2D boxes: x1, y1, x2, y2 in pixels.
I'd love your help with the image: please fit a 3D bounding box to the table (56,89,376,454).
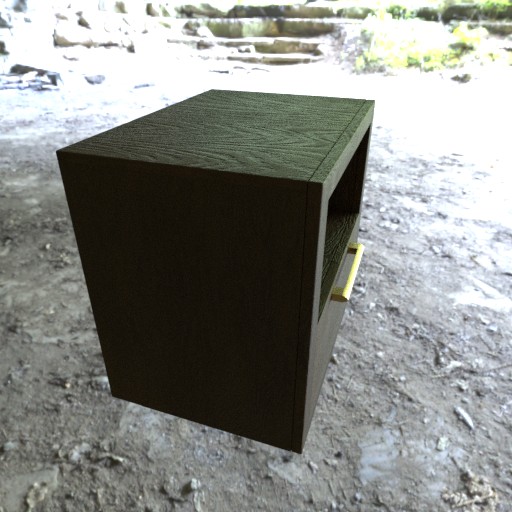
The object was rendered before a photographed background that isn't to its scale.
[{"bbox_3d":[0.000,0.000,0.973,0.439,0.585,0.560,10,32,17],"label":"table"}]
